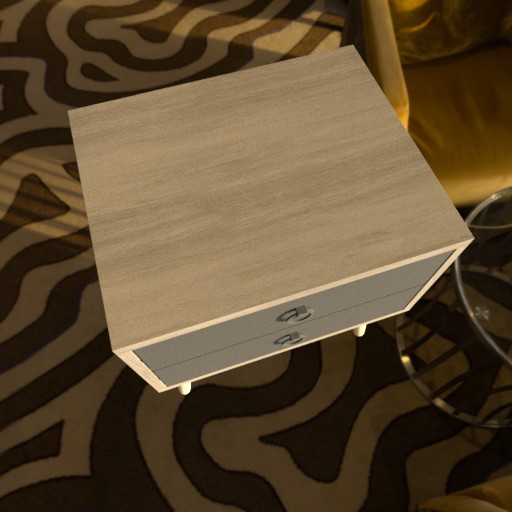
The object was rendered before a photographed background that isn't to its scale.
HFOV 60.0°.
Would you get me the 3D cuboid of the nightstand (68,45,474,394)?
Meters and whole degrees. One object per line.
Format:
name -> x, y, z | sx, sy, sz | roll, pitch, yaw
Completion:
nightstand -> 0.000, 0.000, 0.817 | 0.450, 0.500, 0.380 | -16, 65, -8
